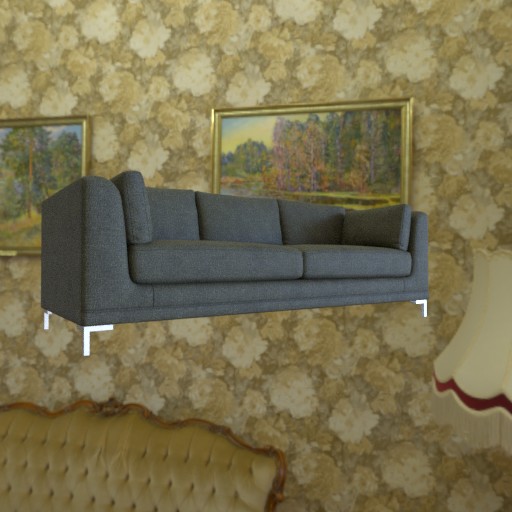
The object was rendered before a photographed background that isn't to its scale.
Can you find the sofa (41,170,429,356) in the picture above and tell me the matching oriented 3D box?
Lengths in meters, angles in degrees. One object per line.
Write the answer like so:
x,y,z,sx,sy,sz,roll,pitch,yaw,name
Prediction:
0.000,0.000,2.904,2.415,0.867,0.969,1,-1,-35,sofa
